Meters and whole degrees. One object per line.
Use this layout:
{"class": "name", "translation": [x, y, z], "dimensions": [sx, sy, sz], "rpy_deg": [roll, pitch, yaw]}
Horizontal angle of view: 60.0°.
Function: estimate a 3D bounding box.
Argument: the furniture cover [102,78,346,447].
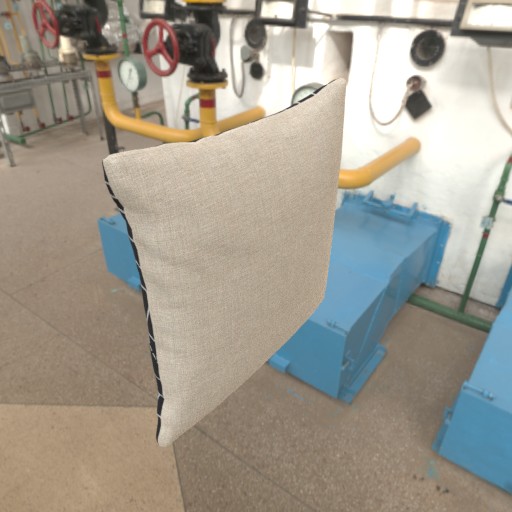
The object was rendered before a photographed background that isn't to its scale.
{"class": "furniture cover", "translation": [0.000, 0.000, 0.769], "dimensions": [0.158, 0.508, 0.517], "rpy_deg": [23, 39, 31]}
